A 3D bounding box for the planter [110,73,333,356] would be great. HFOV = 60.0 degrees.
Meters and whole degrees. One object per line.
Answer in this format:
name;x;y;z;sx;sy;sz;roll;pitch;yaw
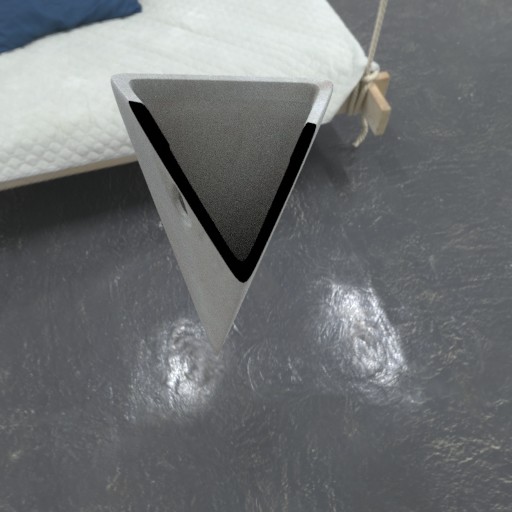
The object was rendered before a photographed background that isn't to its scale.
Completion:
planter;0.000;0.000;0.155;0.047;0.130;0.058;-32;64;-18
